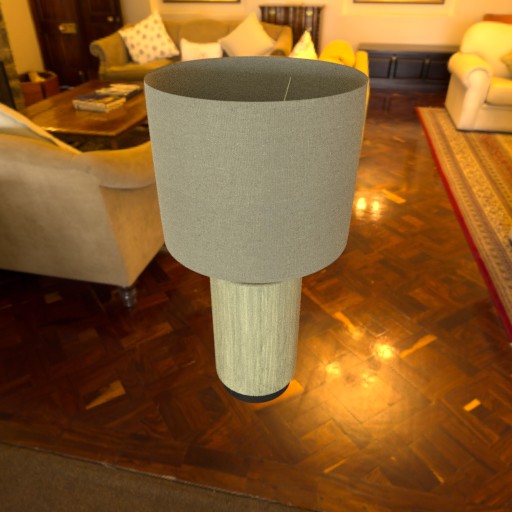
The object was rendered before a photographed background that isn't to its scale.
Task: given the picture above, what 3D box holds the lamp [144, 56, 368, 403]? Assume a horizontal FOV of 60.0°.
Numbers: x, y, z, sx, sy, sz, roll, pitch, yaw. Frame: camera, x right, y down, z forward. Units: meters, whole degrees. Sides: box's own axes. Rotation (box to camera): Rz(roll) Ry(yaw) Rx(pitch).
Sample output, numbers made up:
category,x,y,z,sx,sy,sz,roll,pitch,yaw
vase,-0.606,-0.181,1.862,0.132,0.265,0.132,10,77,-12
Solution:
category,x,y,z,sx,sy,sz,roll,pitch,yaw
lamp,0.000,0.000,0.576,0.228,0.444,0.228,-22,39,-30
